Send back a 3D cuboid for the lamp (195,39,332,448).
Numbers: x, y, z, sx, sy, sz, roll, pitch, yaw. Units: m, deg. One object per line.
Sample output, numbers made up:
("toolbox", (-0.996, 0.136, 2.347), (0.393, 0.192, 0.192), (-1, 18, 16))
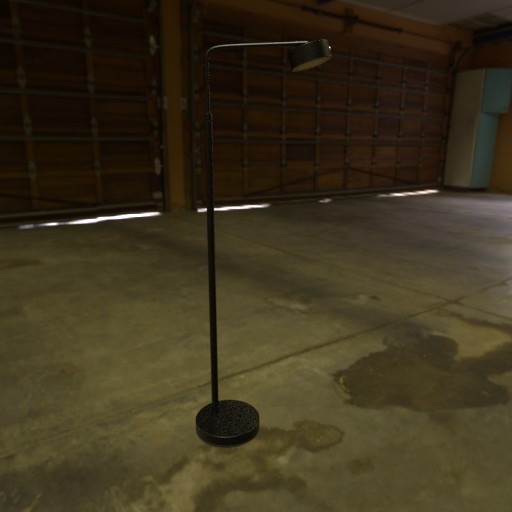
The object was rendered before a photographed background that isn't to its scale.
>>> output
("lamp", (0.000, 0.000, 1.374), (0.418, 1.230, 0.219), (2, 14, 10))
